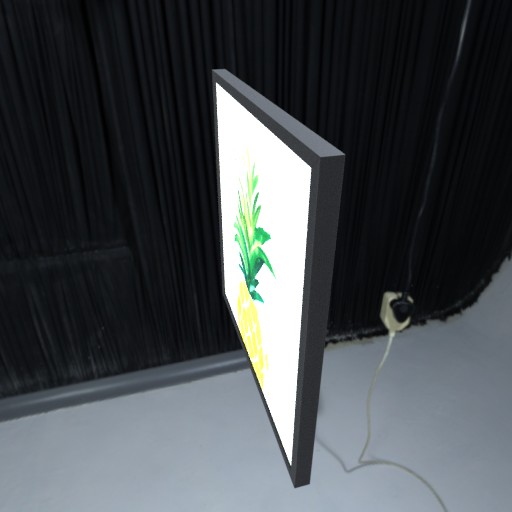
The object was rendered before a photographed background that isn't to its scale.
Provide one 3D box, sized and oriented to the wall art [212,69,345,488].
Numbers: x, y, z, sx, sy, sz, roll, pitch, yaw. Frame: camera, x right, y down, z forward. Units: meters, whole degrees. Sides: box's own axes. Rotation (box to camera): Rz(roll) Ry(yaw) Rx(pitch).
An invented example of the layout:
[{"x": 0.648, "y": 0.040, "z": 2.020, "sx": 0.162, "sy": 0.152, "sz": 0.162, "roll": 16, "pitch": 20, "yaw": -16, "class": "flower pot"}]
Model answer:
[{"x": 0.000, "y": 0.000, "z": 1.107, "sx": 0.037, "sy": 0.760, "sz": 0.762, "roll": -8, "pitch": 32, "yaw": -13, "class": "wall art"}]
